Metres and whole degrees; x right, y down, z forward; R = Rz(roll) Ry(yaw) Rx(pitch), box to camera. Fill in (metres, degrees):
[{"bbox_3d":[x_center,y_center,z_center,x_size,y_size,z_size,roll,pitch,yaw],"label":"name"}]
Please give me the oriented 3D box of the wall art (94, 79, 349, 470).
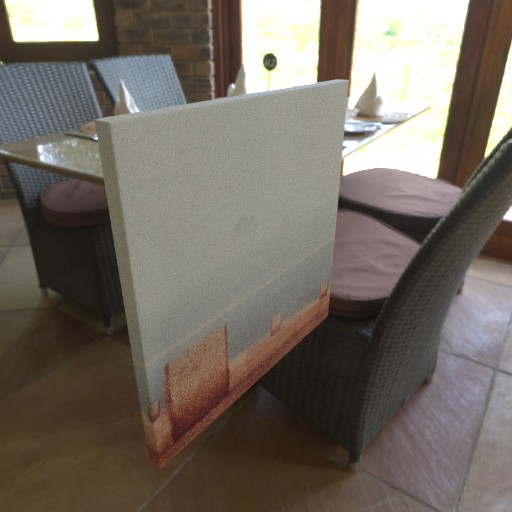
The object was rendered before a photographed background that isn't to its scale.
[{"bbox_3d":[0.000,0.000,0.586,0.023,0.405,0.405,19,33,33],"label":"wall art"}]
